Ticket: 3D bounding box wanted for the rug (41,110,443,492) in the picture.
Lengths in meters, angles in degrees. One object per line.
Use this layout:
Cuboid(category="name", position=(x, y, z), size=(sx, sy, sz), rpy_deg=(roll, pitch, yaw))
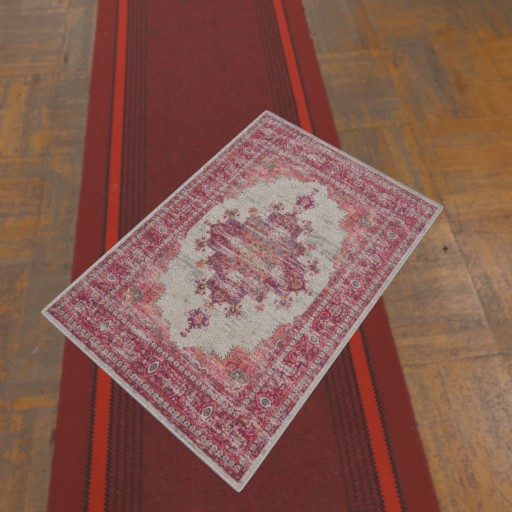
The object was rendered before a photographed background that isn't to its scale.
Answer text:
Cuboid(category="rug", position=(0.000, 0.000, 2.870), size=(1.555, 0.011, 2.232), rpy_deg=(34, 65, 18))
